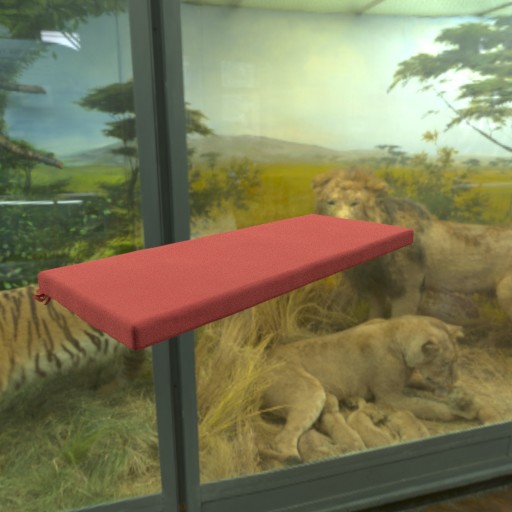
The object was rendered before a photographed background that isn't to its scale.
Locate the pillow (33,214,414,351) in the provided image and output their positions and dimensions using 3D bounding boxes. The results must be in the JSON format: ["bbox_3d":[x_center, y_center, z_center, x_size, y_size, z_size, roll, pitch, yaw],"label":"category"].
[{"bbox_3d":[0.000,0.000,1.359,0.492,0.081,1.187,15,21,42],"label":"pillow"}]
